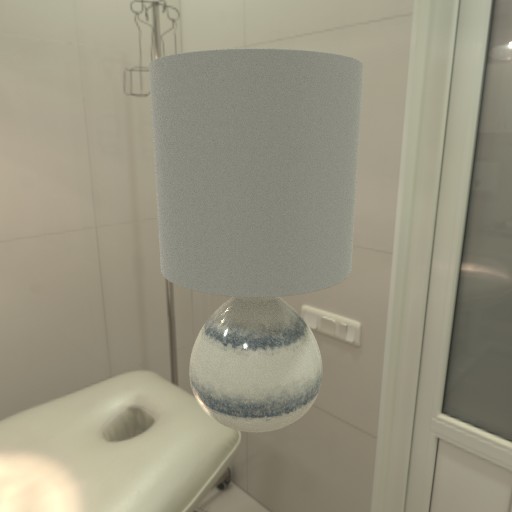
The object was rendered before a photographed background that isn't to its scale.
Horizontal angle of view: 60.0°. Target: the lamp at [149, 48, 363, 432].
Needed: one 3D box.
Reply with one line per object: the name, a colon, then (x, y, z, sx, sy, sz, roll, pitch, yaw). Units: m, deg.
lamp: (0.000, 0.000, 0.512, 0.216, 0.404, 0.216, 15, 21, 43)
